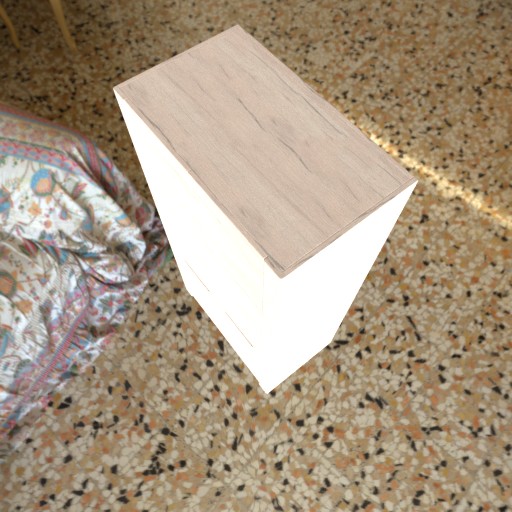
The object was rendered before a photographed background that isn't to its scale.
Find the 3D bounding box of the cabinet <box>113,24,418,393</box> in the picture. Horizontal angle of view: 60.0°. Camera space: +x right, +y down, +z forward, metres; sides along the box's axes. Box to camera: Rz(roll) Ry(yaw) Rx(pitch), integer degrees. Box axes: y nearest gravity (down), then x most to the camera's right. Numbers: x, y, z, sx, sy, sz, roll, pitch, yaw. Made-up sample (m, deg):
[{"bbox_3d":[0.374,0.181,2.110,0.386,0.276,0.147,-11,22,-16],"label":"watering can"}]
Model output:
[{"bbox_3d":[0.000,0.000,2.399,0.580,1.930,0.980,-35,68,-16],"label":"cabinet"}]
